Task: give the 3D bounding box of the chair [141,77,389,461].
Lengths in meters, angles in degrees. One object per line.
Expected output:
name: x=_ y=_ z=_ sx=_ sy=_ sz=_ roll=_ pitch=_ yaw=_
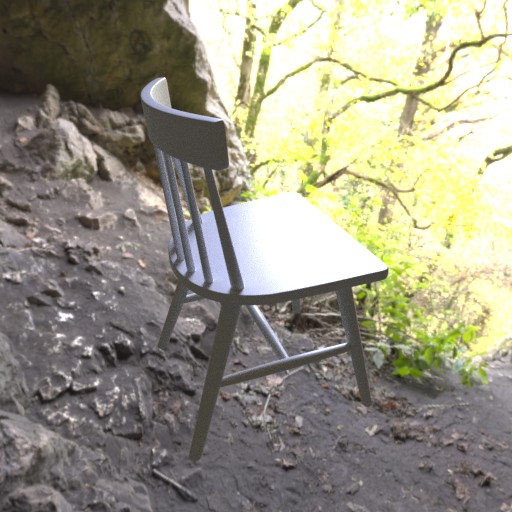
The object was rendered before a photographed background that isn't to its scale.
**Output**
chair: x=0.000 y=0.000 z=1.104 sx=0.500 sy=0.787 sz=0.483 roll=-11 pitch=32 yaw=-18
